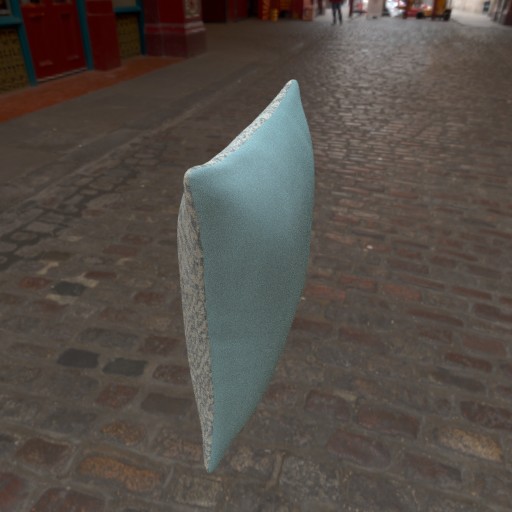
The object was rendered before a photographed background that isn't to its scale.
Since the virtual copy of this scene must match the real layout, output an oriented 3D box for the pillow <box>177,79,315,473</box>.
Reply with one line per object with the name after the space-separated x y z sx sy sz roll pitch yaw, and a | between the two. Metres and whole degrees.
0.000 0.000 0.786 0.166 0.507 0.526 8 33 13 | pillow
